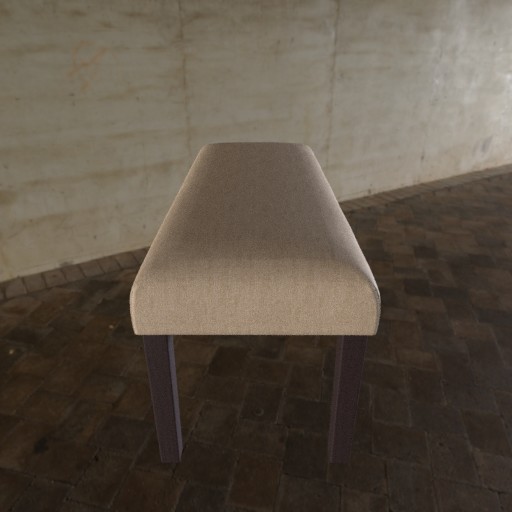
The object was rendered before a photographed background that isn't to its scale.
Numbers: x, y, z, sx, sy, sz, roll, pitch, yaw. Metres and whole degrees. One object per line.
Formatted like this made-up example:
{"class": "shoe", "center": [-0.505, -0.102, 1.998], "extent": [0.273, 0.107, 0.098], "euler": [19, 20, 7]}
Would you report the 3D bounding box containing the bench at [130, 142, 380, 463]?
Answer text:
{"class": "bench", "center": [0.000, 0.000, 1.230], "extent": [0.407, 0.456, 1.013], "euler": [0, 26, 0]}
